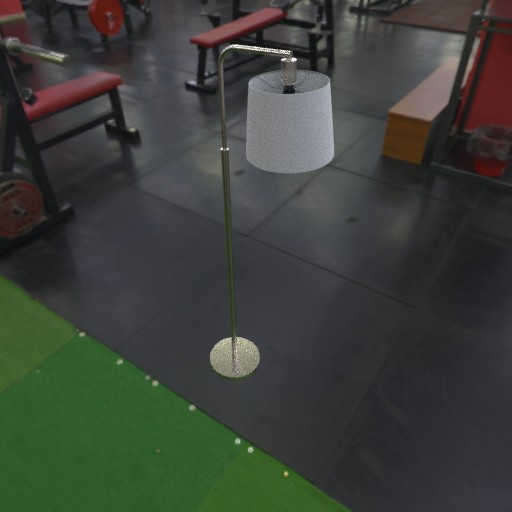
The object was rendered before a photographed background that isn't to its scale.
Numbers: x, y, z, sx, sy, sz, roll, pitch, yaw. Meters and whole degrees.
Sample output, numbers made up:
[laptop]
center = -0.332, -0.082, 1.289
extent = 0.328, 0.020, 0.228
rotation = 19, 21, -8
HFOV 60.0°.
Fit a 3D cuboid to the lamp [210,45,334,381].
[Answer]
[lamp]
center = 0.000, 0.000, 1.658
extent = 0.508, 1.478, 0.254
rotation = 26, 47, 28
